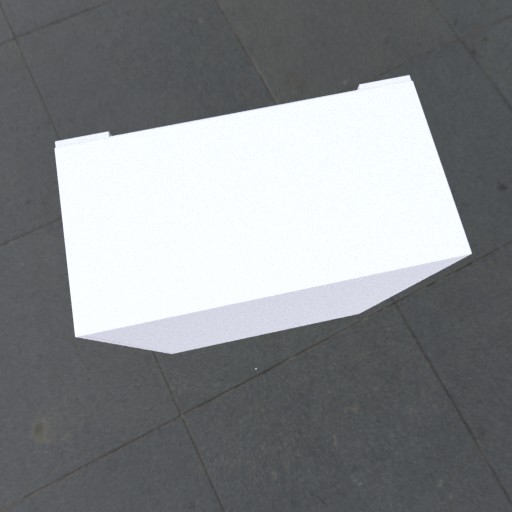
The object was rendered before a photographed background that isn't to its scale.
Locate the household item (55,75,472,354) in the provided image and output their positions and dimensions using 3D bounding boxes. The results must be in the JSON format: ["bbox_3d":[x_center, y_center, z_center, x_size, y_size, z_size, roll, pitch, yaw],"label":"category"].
[{"bbox_3d":[0.000,0.000,1.401,0.790,1.010,0.420,-12,76,-3],"label":"household item"}]
